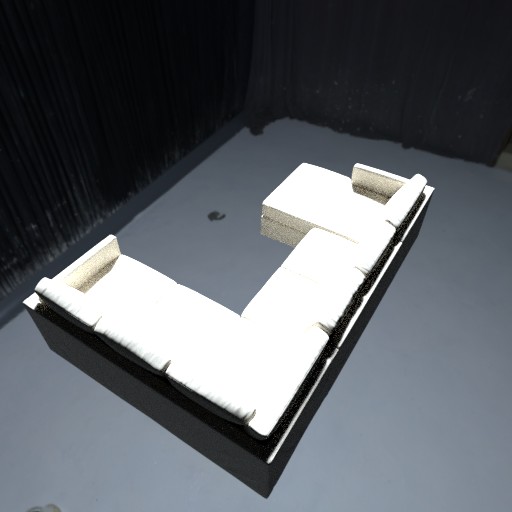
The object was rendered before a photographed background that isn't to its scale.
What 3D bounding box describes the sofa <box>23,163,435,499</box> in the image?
[{"bbox_3d":[0.000,0.000,4.421,2.448,0.882,3.464,24,50,22],"label":"sofa"}]
